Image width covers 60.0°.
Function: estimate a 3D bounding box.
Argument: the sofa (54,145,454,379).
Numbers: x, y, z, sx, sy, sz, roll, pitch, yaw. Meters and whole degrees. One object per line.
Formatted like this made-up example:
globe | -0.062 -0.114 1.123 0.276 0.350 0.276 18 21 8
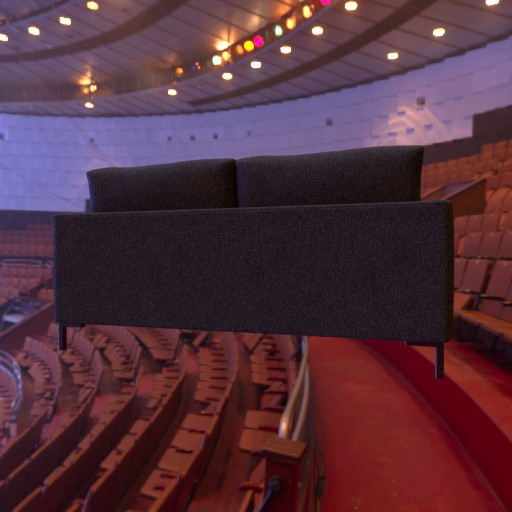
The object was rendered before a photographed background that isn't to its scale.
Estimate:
sofa | 0.000 0.000 2.186 1.716 0.862 0.866 0 0 17
